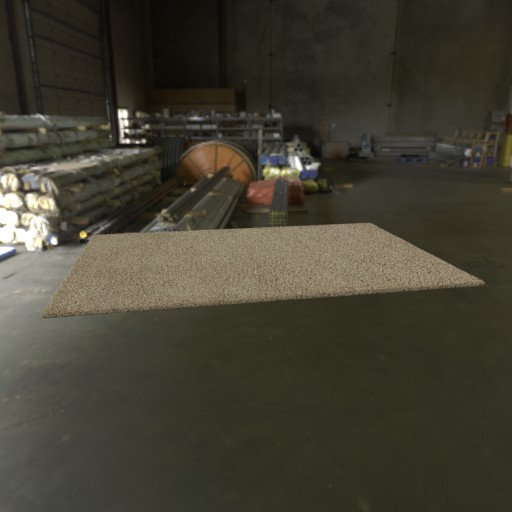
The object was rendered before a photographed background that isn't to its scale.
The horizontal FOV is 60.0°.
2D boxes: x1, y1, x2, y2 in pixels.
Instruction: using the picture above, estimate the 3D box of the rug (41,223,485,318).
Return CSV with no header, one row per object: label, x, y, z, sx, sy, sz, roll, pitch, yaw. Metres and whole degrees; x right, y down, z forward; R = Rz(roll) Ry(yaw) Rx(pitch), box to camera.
rug,0.000,0.000,3.502,2.743,0.030,1.778,-3,17,-10
